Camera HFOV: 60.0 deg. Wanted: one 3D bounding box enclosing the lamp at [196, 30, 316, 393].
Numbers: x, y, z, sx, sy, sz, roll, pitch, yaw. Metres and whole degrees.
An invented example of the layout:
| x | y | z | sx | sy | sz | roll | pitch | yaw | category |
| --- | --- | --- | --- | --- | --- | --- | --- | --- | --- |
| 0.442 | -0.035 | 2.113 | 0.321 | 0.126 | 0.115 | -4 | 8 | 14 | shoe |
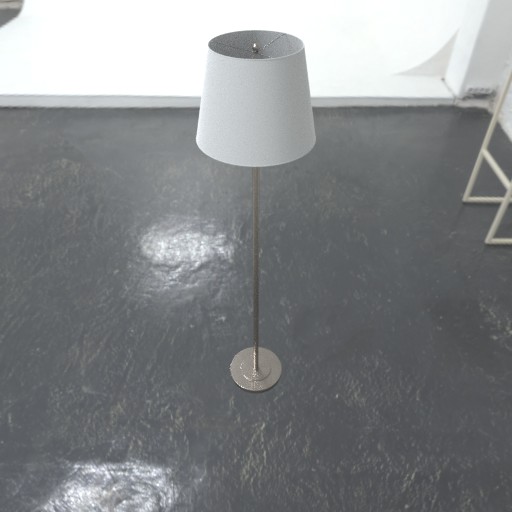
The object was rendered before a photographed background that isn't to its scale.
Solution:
| x | y | z | sx | sy | sz | roll | pitch | yaw | category |
| --- | --- | --- | --- | --- | --- | --- | --- | --- | --- |
| 0.000 | 0.000 | 1.639 | 0.355 | 1.473 | 0.355 | 0 | 42 | 0 | lamp |
